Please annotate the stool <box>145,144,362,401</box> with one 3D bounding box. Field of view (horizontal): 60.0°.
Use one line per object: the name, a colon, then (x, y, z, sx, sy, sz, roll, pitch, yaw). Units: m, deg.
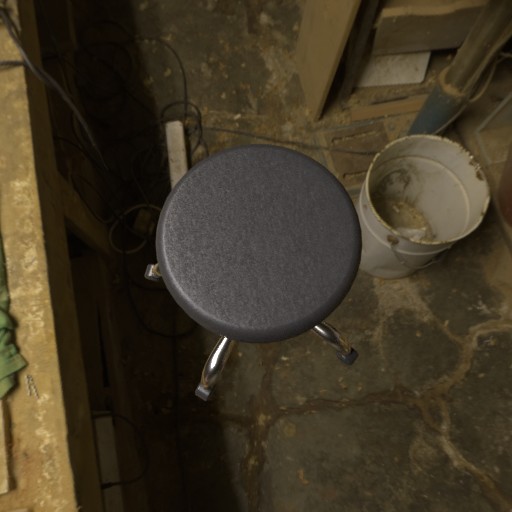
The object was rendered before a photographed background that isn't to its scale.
stool: (0.000, 0.000, 1.128, 0.673, 0.576, 0.638, -12, 74, -4)
